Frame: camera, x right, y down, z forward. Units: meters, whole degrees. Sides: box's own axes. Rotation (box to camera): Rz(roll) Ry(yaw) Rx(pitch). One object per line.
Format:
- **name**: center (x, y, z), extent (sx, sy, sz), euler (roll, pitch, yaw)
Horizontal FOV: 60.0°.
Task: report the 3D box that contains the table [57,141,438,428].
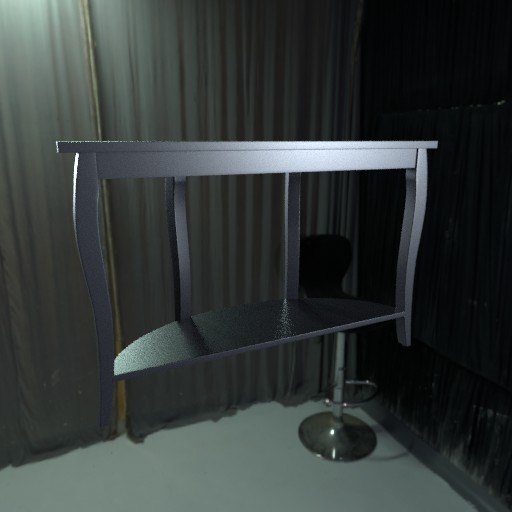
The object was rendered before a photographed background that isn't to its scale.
- **table**: center (0.000, 0.000, 1.554), extent (1.219, 0.780, 0.394), euler (-7, 16, -25)
